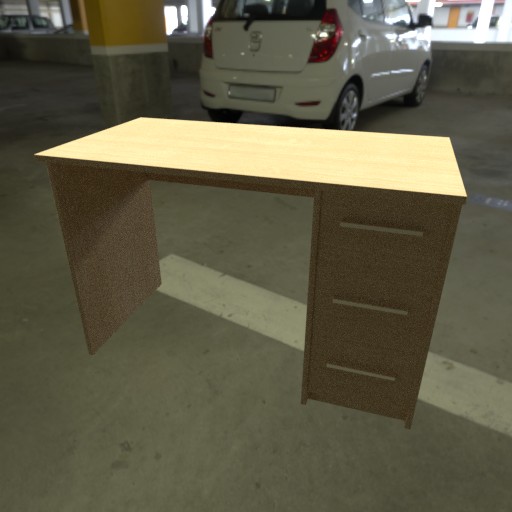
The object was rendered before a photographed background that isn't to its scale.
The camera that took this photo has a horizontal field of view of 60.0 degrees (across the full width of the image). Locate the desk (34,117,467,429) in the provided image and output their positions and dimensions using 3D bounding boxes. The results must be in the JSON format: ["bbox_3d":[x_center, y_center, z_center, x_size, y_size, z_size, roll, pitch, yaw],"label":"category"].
[{"bbox_3d":[0.000,0.000,1.474,1.097,0.735,0.560,8,29,15],"label":"desk"}]
